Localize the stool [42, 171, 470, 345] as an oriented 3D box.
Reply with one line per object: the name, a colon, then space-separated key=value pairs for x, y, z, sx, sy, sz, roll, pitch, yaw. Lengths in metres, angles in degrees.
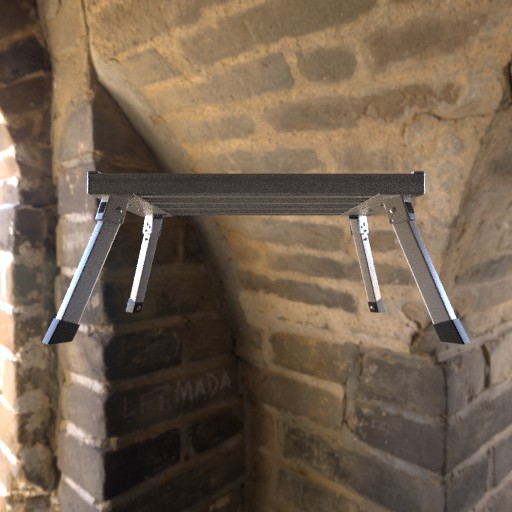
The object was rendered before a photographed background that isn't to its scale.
stool: x=0.000 y=0.000 z=0.736 sx=0.535 sy=0.225 sz=0.385 roll=0 pitch=-1 yaw=0
